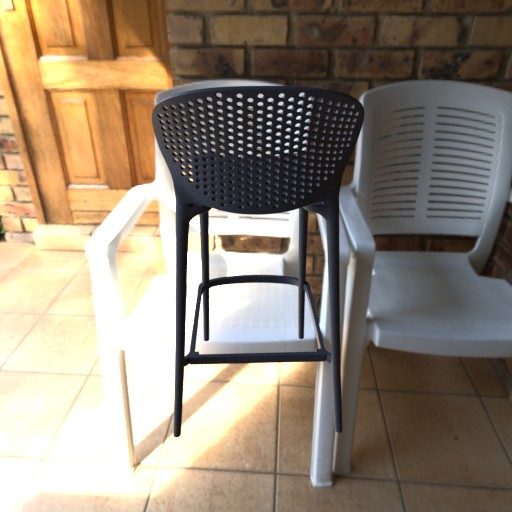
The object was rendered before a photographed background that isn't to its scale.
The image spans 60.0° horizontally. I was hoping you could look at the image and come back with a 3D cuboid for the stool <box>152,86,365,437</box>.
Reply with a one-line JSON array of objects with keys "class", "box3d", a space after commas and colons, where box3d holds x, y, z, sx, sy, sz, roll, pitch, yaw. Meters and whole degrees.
[{"class": "stool", "box3d": [0.000, 0.000, 1.334, 0.536, 1.045, 0.535, -1, 30, -2]}]
